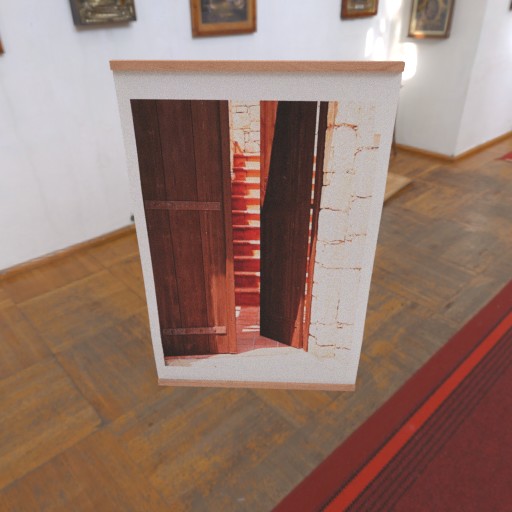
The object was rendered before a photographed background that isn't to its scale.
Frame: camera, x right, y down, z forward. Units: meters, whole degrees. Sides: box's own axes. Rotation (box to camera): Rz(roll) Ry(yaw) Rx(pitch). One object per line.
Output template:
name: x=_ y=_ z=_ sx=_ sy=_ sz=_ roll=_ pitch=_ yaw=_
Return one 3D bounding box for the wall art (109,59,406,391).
wall art: x=0.000 y=0.000 z=0.627 sx=0.332 sy=0.508 sz=0.012 roll=1 pitch=30 yaw=2
